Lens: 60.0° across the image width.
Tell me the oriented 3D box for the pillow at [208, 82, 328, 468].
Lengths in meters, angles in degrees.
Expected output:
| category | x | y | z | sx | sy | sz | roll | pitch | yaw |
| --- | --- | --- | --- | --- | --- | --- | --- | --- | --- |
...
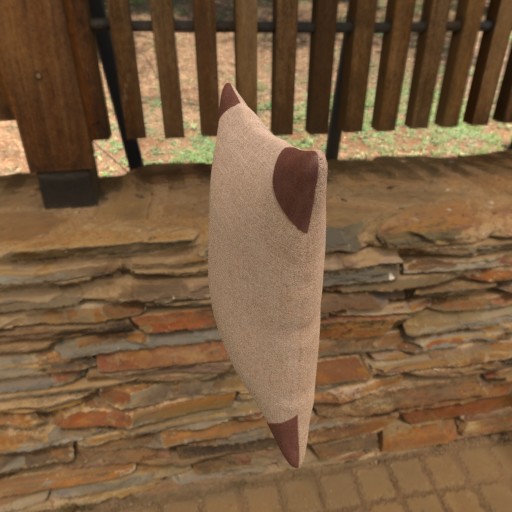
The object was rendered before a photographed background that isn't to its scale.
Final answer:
| category | x | y | z | sx | sy | sz | roll | pitch | yaw |
| --- | --- | --- | --- | --- | --- | --- | --- | --- | --- |
| pillow | 0.000 | 0.000 | 0.690 | 0.147 | 0.448 | 0.437 | -8 | 31 | -13 |
